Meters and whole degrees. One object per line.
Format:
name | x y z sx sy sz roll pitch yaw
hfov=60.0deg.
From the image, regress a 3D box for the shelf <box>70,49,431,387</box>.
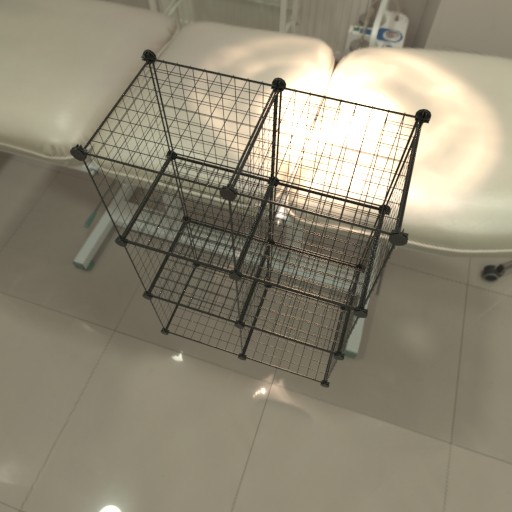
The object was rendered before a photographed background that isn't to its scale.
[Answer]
shelf | 0.000 0.000 1.412 0.711 1.067 0.356 16 60 9
